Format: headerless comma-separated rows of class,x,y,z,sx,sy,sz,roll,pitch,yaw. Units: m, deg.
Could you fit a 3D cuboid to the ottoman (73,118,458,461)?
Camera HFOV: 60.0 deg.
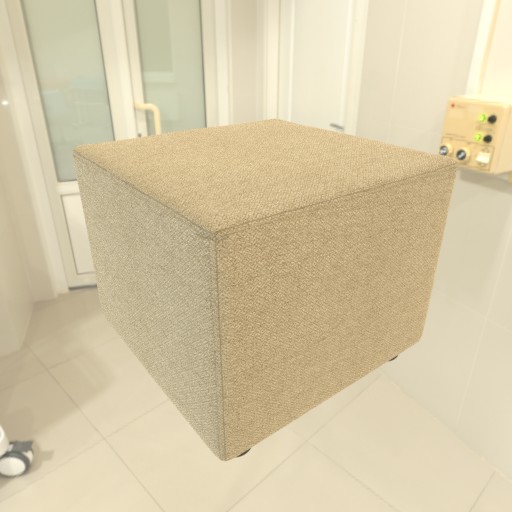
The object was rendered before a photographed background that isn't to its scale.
ottoman,0.000,0.000,0.872,0.508,0.432,0.508,-19,32,-33
